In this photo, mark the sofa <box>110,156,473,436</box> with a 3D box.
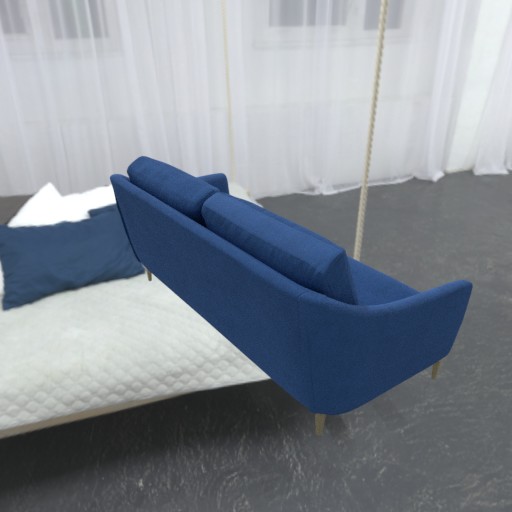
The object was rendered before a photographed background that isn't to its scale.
[{"bbox_3d":[0.000,0.000,2.519,0.960,0.903,2.036,-20,34,-33],"label":"sofa"}]
